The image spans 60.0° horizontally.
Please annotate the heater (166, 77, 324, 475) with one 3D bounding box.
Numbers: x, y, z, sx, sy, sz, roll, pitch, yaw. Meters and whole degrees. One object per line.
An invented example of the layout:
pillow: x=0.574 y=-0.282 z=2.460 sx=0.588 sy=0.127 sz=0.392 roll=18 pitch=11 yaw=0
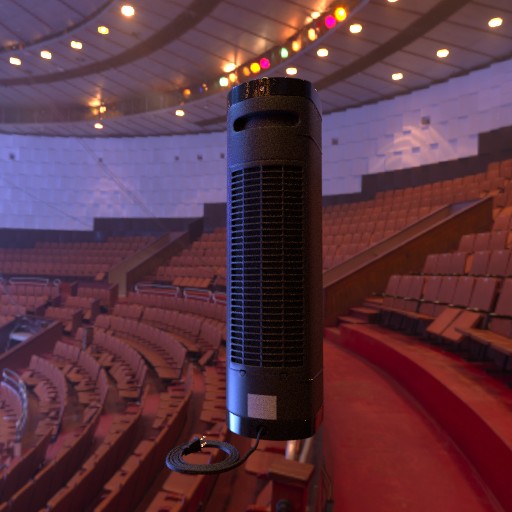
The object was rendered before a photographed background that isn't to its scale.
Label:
heater: x=0.000 y=0.000 z=0.693 sx=0.174 sy=0.552 sz=0.312 roll=-1 pitch=-3 yaw=18
